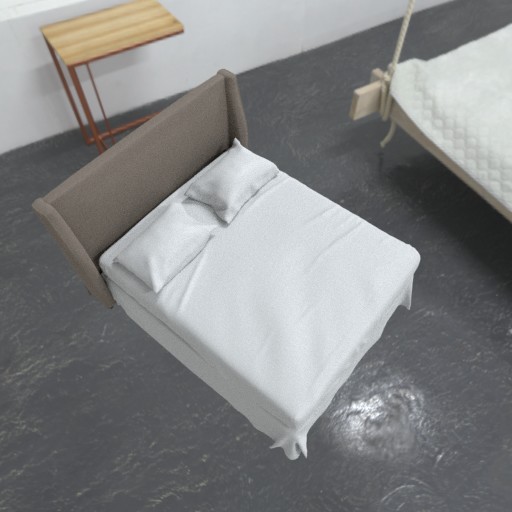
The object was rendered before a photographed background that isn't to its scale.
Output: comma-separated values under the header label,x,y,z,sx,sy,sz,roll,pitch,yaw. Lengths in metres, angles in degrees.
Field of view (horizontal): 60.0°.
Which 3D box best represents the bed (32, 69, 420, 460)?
label,x,y,z,sx,sy,sz,roll,pitch,yaw
bed,0.000,0.000,3.436,2.276,1.332,1.925,35,63,20
